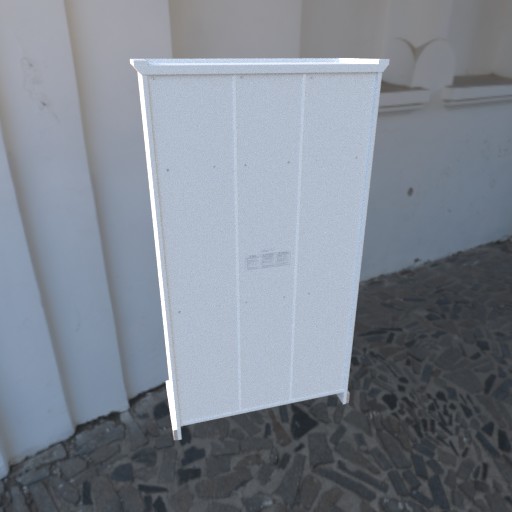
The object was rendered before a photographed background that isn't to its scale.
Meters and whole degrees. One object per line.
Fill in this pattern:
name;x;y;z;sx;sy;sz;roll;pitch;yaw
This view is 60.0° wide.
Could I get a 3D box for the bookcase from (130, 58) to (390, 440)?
bookcase;0.000;0.000;2.316;1.050;1.880;0.432;-7;25;-14
